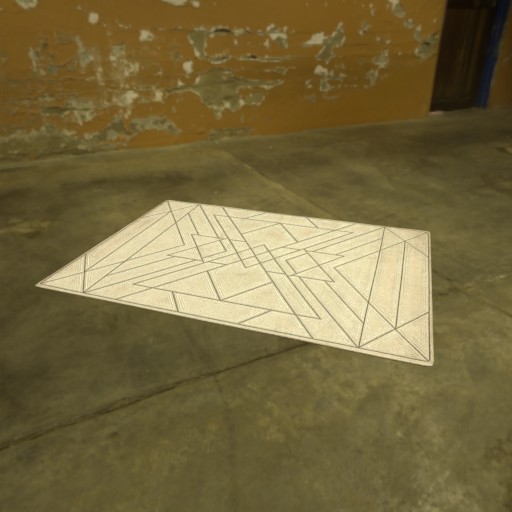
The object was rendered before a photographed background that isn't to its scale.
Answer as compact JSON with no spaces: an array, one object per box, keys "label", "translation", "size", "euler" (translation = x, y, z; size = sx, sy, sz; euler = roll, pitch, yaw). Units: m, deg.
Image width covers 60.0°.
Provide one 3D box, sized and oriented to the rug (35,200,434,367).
[{"label":"rug","translation":[0.000,0.000,4.522],"size":[3.381,0.026,2.436],"euler":[9,28,17]}]
